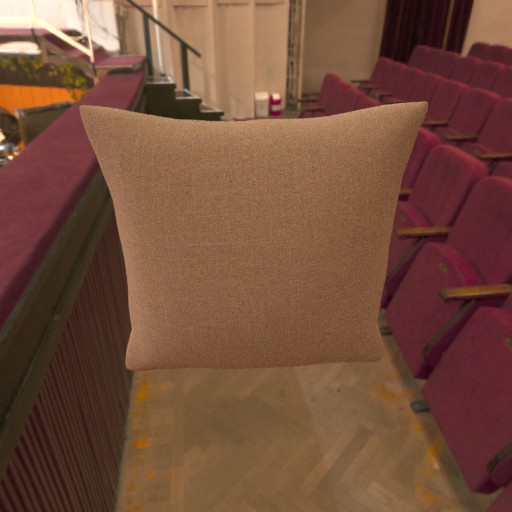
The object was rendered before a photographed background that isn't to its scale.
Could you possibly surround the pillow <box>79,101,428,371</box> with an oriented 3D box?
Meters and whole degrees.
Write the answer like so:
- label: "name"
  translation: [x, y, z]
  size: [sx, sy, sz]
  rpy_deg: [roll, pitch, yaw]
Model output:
- label: "pillow"
  translation: [0.000, 0.000, 0.762]
  size: [0.512, 0.506, 0.178]
  rpy_deg: [-1, 30, -3]
